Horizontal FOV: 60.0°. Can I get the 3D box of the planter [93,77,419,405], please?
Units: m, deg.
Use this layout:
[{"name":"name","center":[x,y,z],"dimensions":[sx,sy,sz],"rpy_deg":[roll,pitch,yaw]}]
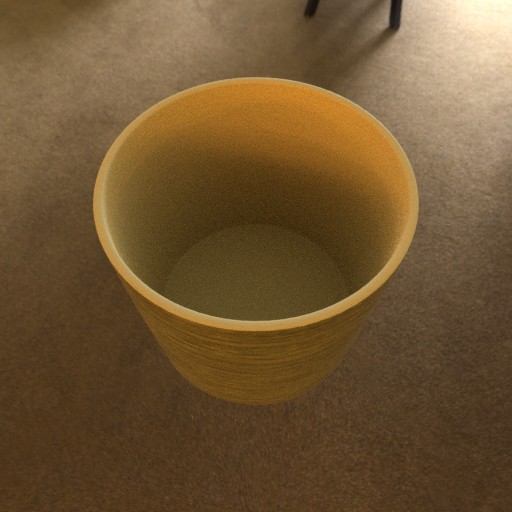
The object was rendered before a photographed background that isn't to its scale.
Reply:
[{"name":"planter","center":[0.000,0.000,0.392],"dimensions":[0.221,0.201,0.221],"rpy_deg":[0,59,0]}]
